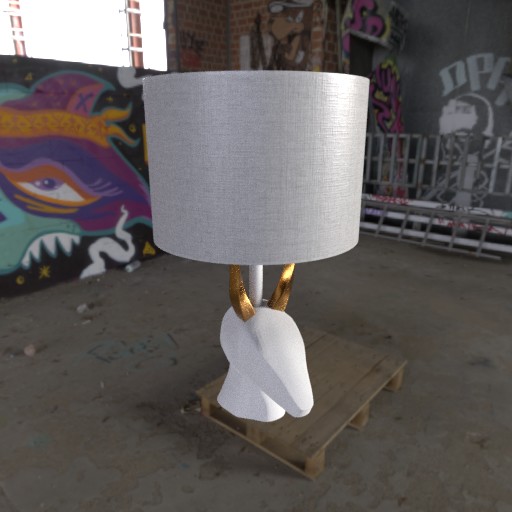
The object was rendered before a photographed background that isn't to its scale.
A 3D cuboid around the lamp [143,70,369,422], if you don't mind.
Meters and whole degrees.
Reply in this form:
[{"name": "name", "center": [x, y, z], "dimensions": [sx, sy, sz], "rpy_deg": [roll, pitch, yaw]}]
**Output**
[{"name": "lamp", "center": [0.000, 0.000, 0.672], "dimensions": [0.298, 0.503, 0.298], "rpy_deg": [-10, 19, -29]}]
